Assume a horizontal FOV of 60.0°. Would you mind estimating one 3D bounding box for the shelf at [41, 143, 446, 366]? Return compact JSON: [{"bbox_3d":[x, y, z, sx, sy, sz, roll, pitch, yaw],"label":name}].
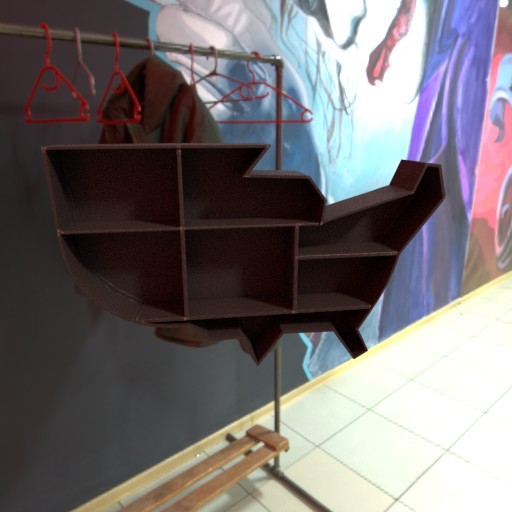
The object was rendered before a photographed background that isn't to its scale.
[{"bbox_3d":[0.000,0.000,0.893,0.729,0.439,0.112,-3,16,-9],"label":"shelf"}]
